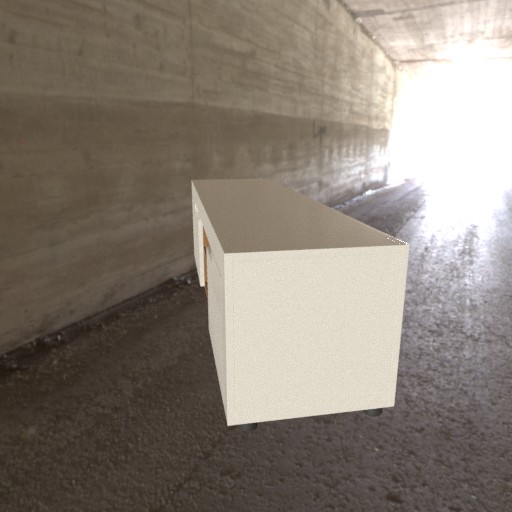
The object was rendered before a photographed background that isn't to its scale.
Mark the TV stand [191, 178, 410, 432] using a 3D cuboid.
[{"bbox_3d":[0.000,0.000,1.709,0.410,0.440,1.500,-3,16,-10],"label":"TV stand"}]
